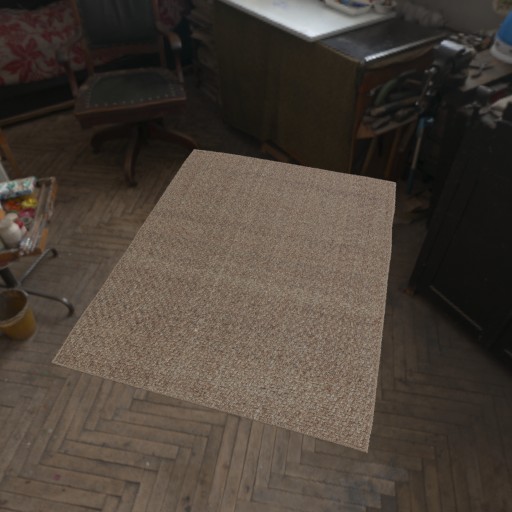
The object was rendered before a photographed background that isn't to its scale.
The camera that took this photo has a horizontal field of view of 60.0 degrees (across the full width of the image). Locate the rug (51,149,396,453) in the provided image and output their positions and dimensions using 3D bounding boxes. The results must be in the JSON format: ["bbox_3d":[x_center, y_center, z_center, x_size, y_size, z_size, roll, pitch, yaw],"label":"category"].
[{"bbox_3d":[0.000,0.000,4.164,2.439,0.013,3.048,12,48,11],"label":"rug"}]
